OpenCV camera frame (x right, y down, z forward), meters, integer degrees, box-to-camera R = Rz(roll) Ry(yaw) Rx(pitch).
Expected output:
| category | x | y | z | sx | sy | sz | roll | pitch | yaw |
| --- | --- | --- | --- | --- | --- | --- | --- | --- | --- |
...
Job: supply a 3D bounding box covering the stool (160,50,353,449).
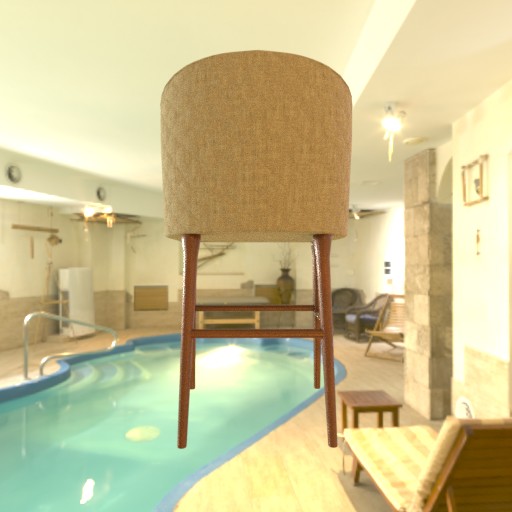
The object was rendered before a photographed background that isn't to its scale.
| category | x | y | z | sx | sy | sz | roll | pitch | yaw |
| --- | --- | --- | --- | --- | --- | --- | --- | --- | --- |
| stool | 0.000 | 0.000 | 1.340 | 0.559 | 0.952 | 0.635 | 0 | -1 | -1 |
